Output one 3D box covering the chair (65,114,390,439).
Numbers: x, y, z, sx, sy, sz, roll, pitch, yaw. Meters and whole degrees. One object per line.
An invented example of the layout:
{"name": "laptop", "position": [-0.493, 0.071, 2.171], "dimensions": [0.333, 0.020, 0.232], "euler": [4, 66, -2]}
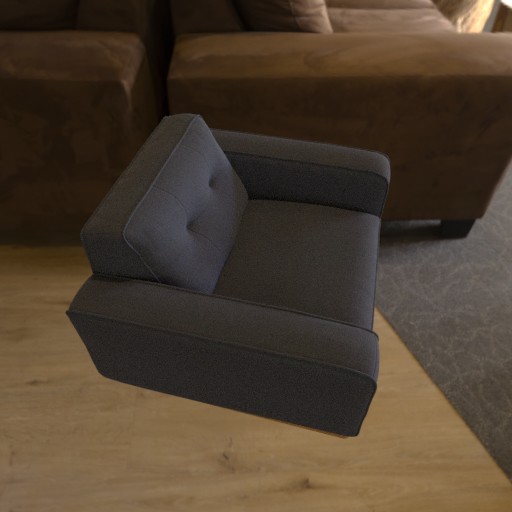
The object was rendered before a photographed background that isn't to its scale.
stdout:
{"name": "chair", "position": [0.000, 0.000, 1.746], "dimensions": [0.953, 0.783, 1.118], "euler": [10, 48, 9]}
